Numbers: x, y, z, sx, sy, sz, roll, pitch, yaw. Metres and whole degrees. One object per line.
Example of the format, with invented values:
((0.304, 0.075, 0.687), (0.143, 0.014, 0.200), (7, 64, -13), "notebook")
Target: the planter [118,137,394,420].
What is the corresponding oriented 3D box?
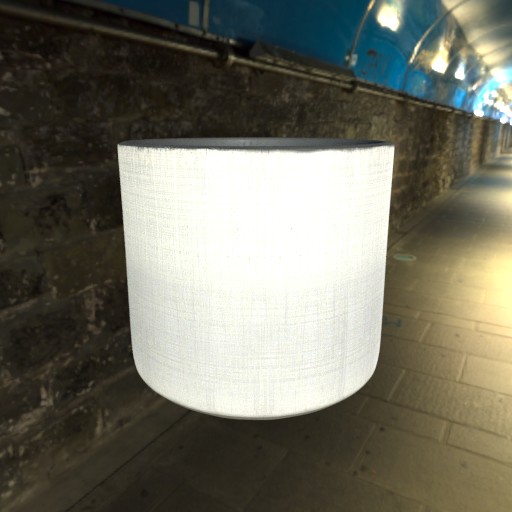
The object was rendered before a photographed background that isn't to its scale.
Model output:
((0.000, 0.000, 0.398), (0.226, 0.201, 0.226), (0, 16, 0), "planter")
